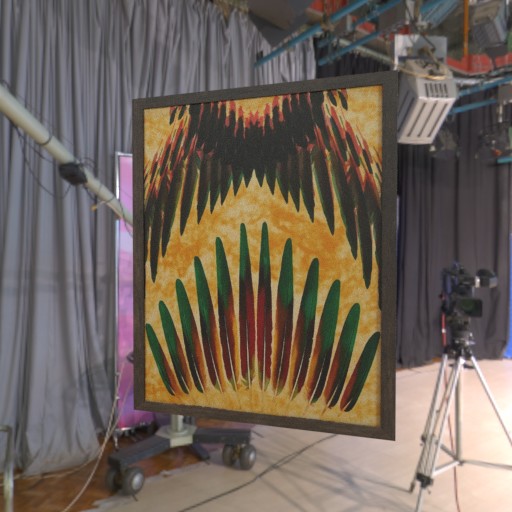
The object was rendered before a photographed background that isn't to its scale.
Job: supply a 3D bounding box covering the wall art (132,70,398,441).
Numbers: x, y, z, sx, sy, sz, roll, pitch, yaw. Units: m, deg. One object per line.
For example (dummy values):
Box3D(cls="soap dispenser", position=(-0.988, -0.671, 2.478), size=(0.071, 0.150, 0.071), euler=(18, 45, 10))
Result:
Box3D(cls="wall art", position=(0.000, 0.000, 0.545), size=(0.329, 0.406, 0.027), euler=(0, 1, 17))
